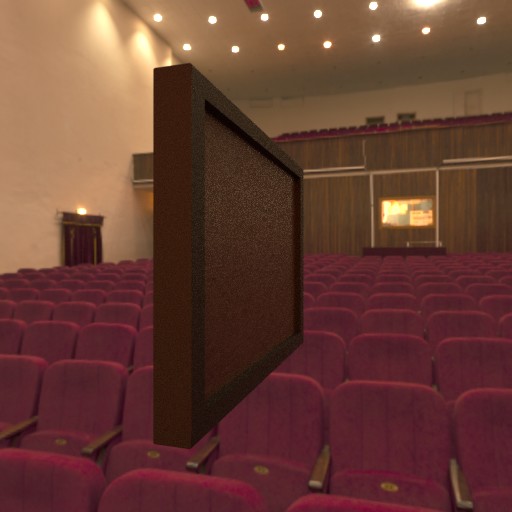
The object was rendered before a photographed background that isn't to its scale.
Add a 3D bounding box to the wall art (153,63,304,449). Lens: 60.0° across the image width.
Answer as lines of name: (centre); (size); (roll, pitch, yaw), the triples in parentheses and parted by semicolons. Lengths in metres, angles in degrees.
wall art: (0.000, 0.000, 0.850); (0.051, 0.456, 0.671); (0, 0, 17)
